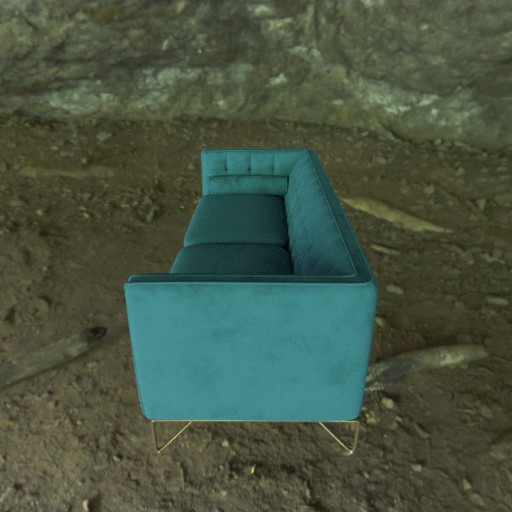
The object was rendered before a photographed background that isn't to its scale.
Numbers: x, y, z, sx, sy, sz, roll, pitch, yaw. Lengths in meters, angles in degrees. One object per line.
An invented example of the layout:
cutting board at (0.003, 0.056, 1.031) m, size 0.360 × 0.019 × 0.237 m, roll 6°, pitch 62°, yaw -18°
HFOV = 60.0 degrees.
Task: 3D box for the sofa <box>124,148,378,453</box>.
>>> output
sofa at (0.000, 0.000, 2.528) m, size 0.867 × 0.789 × 2.087 m, roll 0°, pitch 26°, yaw 1°
